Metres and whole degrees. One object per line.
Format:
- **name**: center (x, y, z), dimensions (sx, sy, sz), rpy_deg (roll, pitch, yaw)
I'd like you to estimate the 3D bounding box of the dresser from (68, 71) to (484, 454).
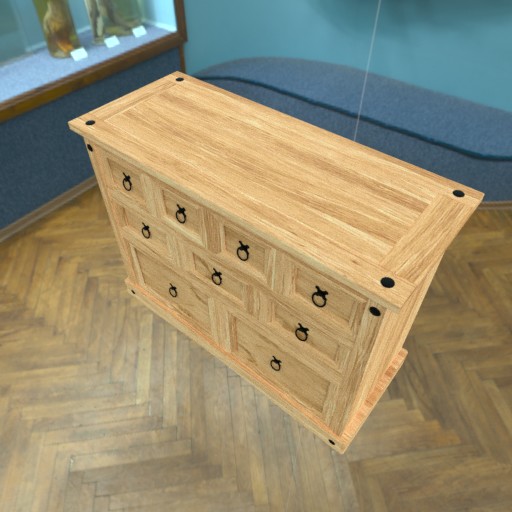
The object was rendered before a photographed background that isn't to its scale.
- **dresser**: center (0.000, 0.000, 1.365), dimensions (0.990, 0.740, 0.410), rpy_deg (31, 54, 26)
